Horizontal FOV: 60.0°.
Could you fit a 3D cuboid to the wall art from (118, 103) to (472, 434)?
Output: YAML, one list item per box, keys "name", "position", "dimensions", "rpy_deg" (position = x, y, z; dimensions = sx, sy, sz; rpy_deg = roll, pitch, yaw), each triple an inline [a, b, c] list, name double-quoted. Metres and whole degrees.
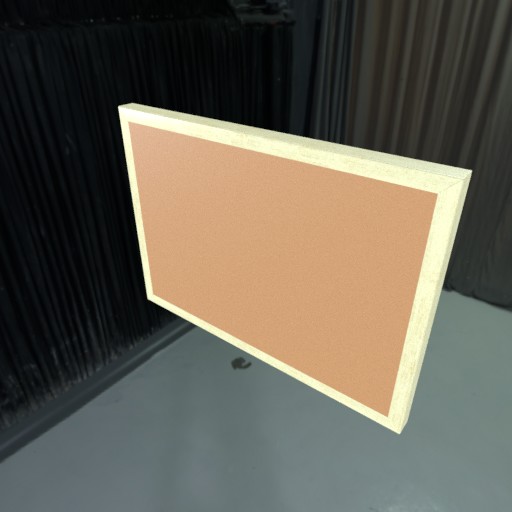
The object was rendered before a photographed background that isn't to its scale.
- name: "wall art"
  position: [0.000, 0.000, 0.679]
  dimensions: [0.533, 0.381, 0.032]
  rpy_deg: [21, 37, 31]
